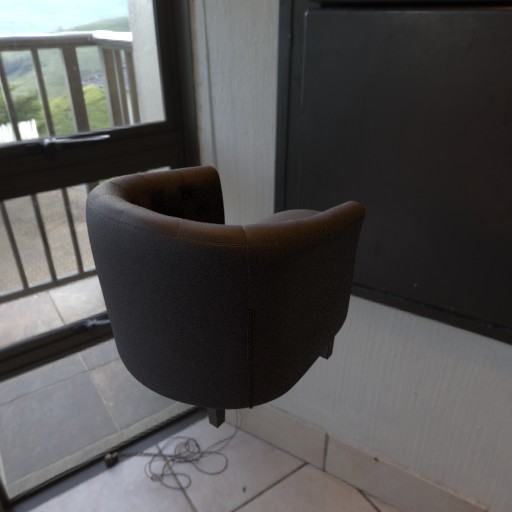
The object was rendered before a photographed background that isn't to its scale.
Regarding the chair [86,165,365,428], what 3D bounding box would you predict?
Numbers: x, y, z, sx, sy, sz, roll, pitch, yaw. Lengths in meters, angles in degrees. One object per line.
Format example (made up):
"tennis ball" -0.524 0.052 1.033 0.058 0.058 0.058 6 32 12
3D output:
"chair" 0.000 0.000 1.695 0.763 0.760 1.191 20 35 32
